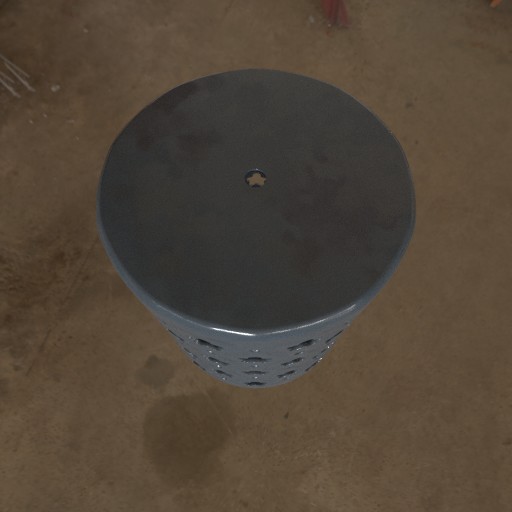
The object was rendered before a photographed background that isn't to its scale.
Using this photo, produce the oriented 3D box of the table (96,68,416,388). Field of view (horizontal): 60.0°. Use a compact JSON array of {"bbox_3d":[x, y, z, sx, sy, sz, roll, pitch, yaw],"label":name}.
[{"bbox_3d":[0.000,0.000,0.653,0.352,0.387,0.352,0,64,0],"label":"table"}]
